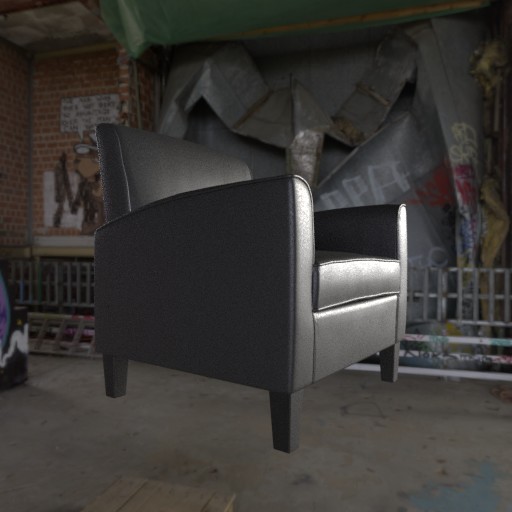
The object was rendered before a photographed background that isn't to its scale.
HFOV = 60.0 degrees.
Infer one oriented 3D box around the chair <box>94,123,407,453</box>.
[{"bbox_3d":[0.000,0.000,1.551,0.819,0.916,0.820,0,0,36],"label":"chair"}]
